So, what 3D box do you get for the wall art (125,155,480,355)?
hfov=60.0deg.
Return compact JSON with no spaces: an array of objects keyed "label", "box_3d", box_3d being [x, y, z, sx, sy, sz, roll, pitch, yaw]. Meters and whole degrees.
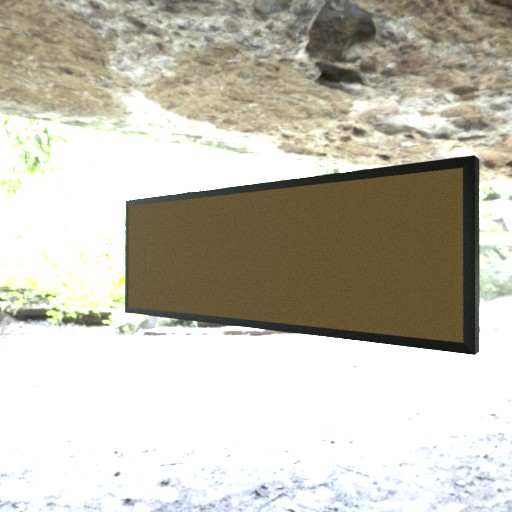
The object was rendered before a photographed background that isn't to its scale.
[{"label":"wall art","box_3d":[0.000,0.000,0.946,0.860,0.303,0.037,0,0,37]}]
